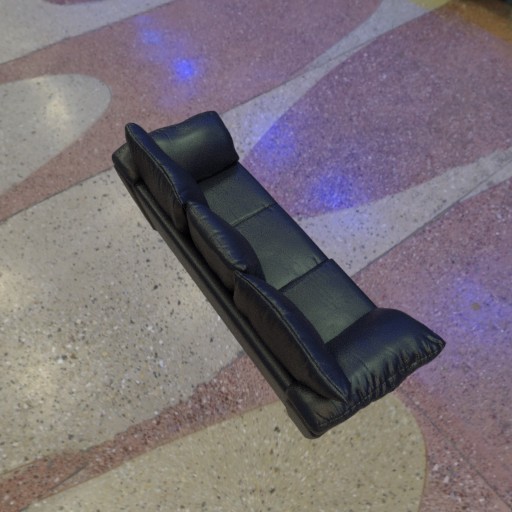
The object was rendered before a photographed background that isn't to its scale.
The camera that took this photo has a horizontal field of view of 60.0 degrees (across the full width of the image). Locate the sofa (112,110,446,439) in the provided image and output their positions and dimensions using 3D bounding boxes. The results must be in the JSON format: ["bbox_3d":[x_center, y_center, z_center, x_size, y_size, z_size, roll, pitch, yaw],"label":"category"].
[{"bbox_3d":[0.000,0.000,2.916,0.880,1.073,2.336,-32,64,-17],"label":"sofa"}]
